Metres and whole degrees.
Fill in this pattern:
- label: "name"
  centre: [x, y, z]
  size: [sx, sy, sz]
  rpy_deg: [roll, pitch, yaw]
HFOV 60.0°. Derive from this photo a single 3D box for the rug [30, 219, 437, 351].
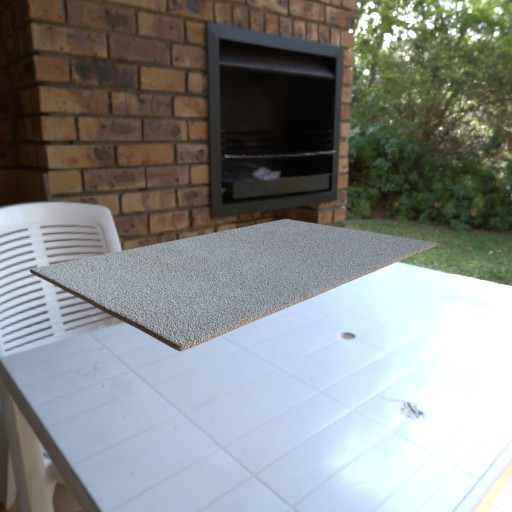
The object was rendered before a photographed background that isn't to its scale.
- label: "rug"
  centre: [0.000, 0.000, 3.057]
  size: [1.524, 0.030, 2.438]
  rpy_deg: [14, 20, 42]
